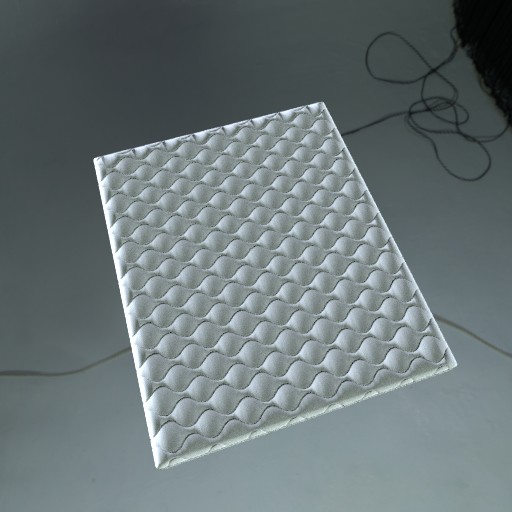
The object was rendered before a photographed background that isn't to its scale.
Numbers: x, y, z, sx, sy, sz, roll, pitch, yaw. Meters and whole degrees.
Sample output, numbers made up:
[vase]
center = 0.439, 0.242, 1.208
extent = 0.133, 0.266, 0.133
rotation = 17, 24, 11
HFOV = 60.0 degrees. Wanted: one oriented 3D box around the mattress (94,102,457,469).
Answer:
[mattress]
center = 0.000, 0.000, 2.634
extent = 1.600, 0.200, 1.900
rotation = -16, 66, -8
